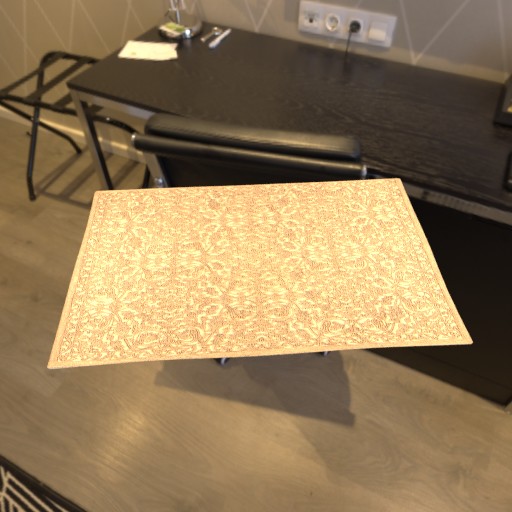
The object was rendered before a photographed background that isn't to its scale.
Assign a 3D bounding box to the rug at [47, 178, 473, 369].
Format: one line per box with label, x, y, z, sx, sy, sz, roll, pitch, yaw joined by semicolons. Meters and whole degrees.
rug;0.000;0.000;3.027;2.435;0.012;1.529;-3;48;-3
